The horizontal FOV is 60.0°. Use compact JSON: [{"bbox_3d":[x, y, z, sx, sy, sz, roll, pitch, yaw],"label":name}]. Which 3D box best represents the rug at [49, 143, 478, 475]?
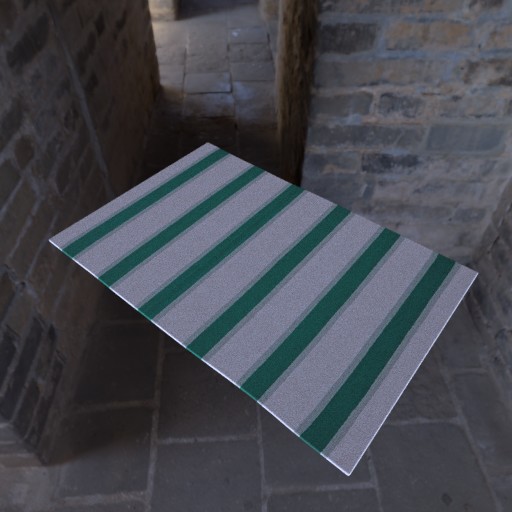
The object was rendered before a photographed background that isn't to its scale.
[{"bbox_3d":[0.000,0.000,2.252,1.829,0.012,1.210,31,54,26],"label":"rug"}]
